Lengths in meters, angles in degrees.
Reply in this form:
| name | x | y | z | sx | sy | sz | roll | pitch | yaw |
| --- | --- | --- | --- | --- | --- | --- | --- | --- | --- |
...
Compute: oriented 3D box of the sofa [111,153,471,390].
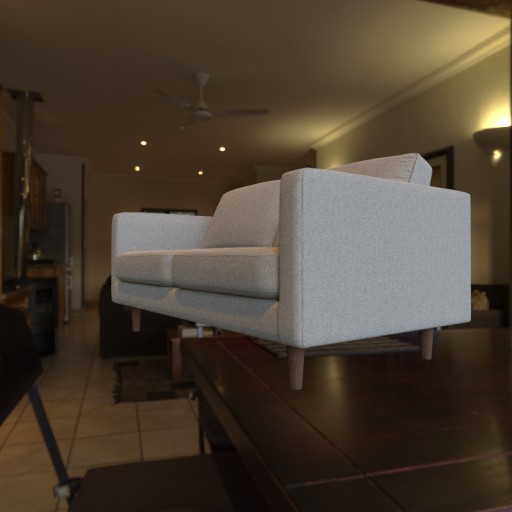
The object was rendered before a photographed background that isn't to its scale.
| name | x | y | z | sx | sy | sz | roll | pitch | yaw |
| --- | --- | --- | --- | --- | --- | --- | --- | --- | --- |
| sofa | 0.000 | 0.000 | 2.284 | 1.000 | 0.900 | 1.731 | 0 | 0 | -36 |
